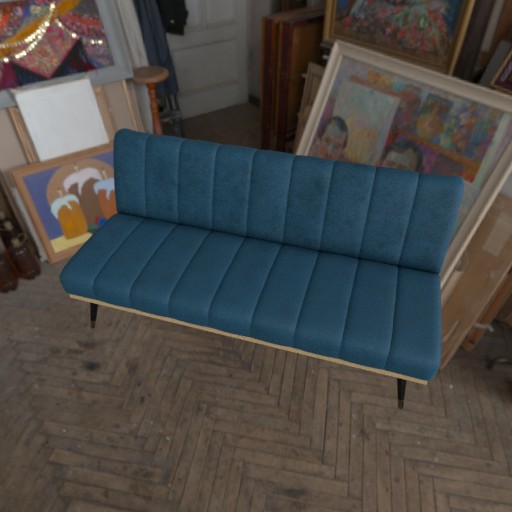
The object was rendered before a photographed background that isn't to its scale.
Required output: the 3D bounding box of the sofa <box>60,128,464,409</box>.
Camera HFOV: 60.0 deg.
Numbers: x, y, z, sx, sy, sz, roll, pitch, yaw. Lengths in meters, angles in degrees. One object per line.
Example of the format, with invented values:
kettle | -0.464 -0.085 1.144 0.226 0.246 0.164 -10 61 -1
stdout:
sofa | 0.000 0.000 2.252 1.810 0.825 0.830 11 42 13
